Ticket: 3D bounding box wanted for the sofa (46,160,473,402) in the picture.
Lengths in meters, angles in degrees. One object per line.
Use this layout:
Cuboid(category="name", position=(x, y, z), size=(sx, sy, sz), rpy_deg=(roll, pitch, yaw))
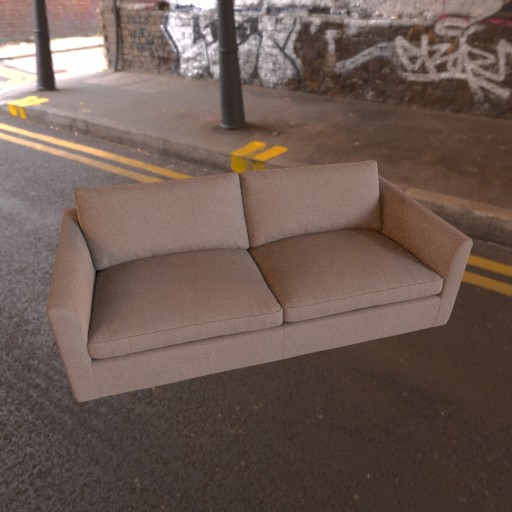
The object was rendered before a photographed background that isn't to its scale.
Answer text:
Cuboid(category="sofa", position=(0.000, 0.000, 2.757), size=(2.588, 0.838, 1.090), rpy_deg=(-9, 32, -14))
